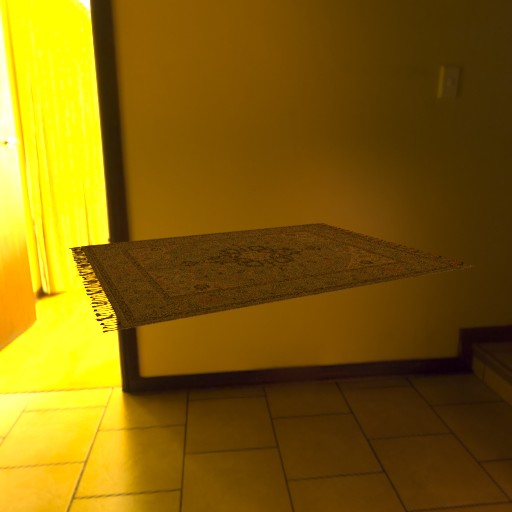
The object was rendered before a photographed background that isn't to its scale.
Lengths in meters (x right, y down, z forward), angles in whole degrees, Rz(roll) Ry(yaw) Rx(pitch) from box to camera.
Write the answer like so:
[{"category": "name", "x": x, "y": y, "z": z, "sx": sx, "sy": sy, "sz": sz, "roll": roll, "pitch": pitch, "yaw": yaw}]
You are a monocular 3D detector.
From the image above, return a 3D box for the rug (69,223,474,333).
[{"category": "rug", "x": 0.000, "y": 0.000, "z": 3.549, "sx": 2.651, "sy": 0.010, "sz": 1.971, "roll": -7, "pitch": 16, "yaw": -26}]
